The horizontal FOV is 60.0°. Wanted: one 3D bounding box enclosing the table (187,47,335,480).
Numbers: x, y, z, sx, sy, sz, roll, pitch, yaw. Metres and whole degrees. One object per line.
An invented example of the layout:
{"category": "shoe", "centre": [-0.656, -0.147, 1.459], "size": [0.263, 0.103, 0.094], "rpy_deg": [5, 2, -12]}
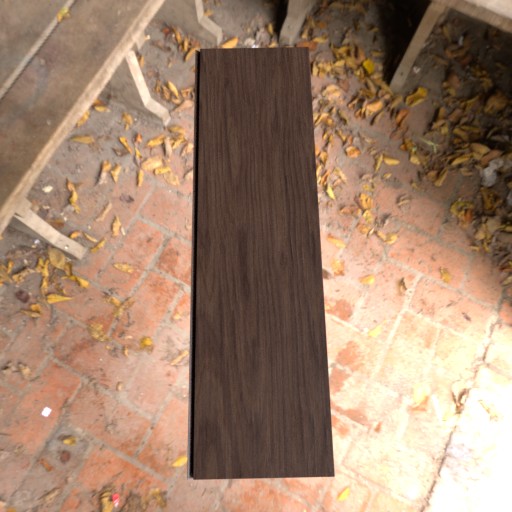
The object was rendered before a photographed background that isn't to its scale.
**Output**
{"category": "table", "centre": [0.000, 0.000, 1.638], "size": [0.405, 0.508, 1.397], "rpy_deg": [-1, 75, 0]}
